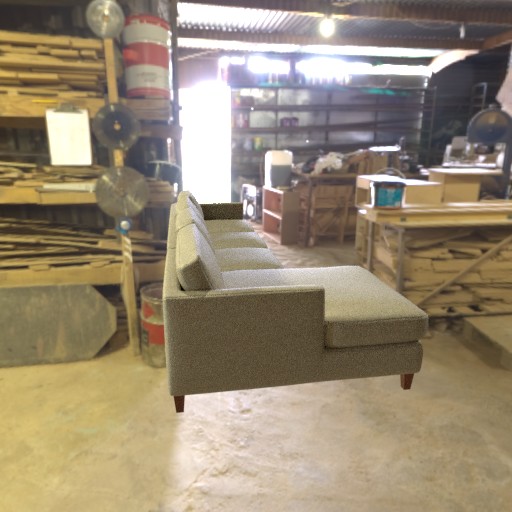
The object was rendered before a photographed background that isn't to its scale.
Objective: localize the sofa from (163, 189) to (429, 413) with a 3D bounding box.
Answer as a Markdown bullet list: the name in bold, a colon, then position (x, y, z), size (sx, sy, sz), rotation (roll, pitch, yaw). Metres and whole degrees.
- **sofa**: position (0.000, 0.000, 3.875), size (1.502, 0.876, 3.201), rotation (-3, 16, -9)
